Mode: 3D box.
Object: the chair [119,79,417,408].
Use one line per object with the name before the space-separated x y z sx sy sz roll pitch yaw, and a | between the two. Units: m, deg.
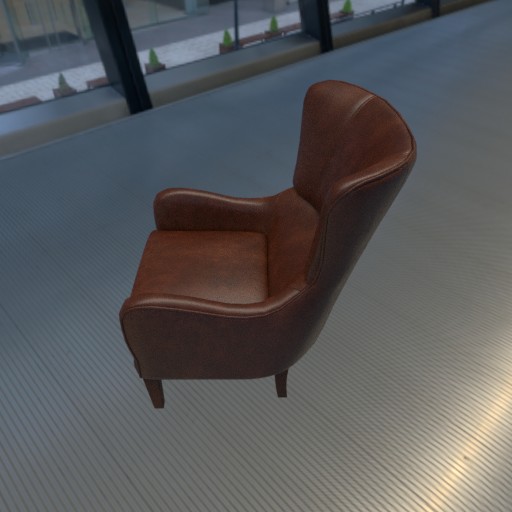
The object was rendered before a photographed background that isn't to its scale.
chair | 0.000 0.000 1.625 0.914 1.048 0.692 0 41 0
